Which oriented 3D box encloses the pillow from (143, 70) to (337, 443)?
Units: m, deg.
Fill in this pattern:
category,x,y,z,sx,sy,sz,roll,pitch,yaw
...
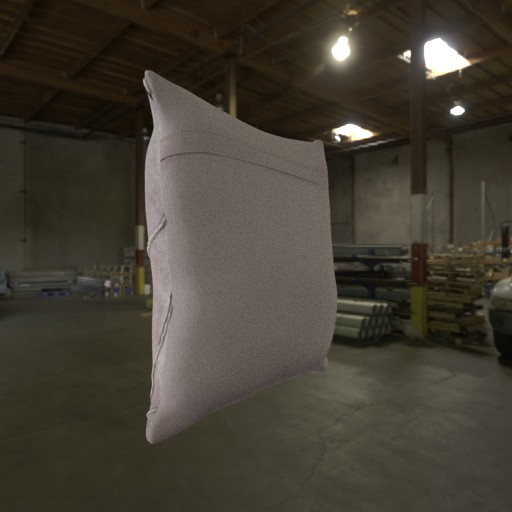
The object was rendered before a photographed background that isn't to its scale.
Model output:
category,x,y,z,sx,sy,sz,roll,pitch,yaw
pillow,0.000,0.000,0.683,0.185,0.440,0.439,0,0,36
